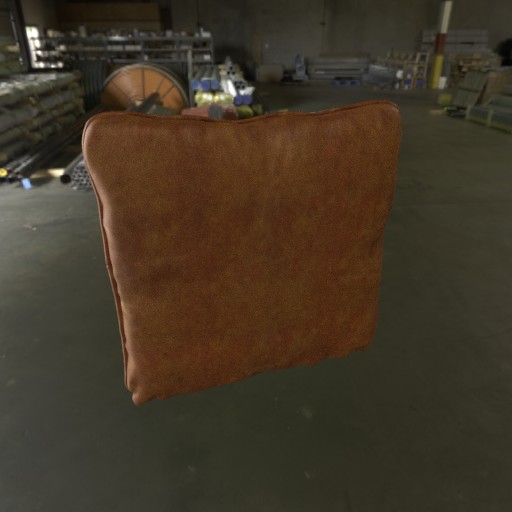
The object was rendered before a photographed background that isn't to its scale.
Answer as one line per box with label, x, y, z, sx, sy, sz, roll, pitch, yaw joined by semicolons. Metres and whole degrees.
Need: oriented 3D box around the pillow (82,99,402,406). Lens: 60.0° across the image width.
pillow;0.000;0.000;0.749;0.489;0.490;0.130;-9;27;-17
